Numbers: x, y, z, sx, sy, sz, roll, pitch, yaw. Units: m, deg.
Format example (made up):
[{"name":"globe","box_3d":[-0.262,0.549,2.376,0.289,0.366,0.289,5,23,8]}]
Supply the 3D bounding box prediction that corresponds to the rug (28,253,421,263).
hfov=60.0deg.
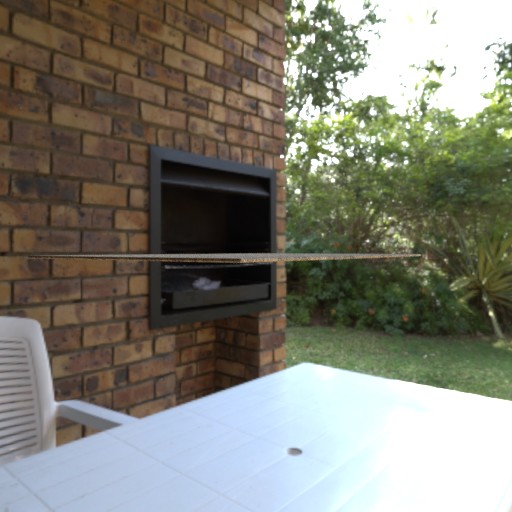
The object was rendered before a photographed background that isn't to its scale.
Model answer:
[{"name":"rug","box_3d":[0.000,0.000,2.396,1.243,0.014,1.846,1,1,36]}]
